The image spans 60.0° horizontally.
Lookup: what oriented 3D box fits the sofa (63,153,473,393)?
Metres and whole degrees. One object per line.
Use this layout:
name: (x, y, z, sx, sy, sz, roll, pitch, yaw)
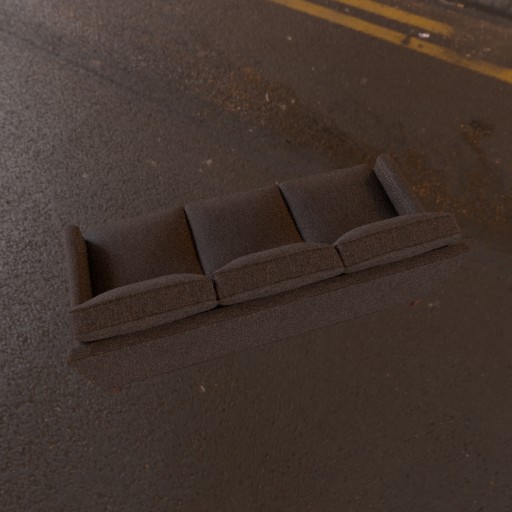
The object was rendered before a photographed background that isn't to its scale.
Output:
sofa: (0.000, 0.000, 2.798, 2.246, 1.003, 1.084, -14, 59, -9)
